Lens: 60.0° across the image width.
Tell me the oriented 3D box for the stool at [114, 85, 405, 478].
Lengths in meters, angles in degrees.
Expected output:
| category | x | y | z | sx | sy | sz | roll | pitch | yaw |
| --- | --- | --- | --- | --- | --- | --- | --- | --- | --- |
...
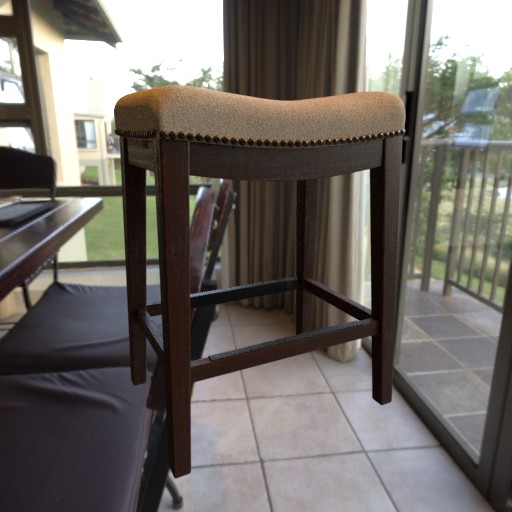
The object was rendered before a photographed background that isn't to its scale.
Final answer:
| category | x | y | z | sx | sy | sz | roll | pitch | yaw |
| --- | --- | --- | --- | --- | --- | --- | --- | --- | --- |
| stool | 0.000 | 0.000 | 0.959 | 0.509 | 0.669 | 0.363 | -8 | 18 | -26 |
